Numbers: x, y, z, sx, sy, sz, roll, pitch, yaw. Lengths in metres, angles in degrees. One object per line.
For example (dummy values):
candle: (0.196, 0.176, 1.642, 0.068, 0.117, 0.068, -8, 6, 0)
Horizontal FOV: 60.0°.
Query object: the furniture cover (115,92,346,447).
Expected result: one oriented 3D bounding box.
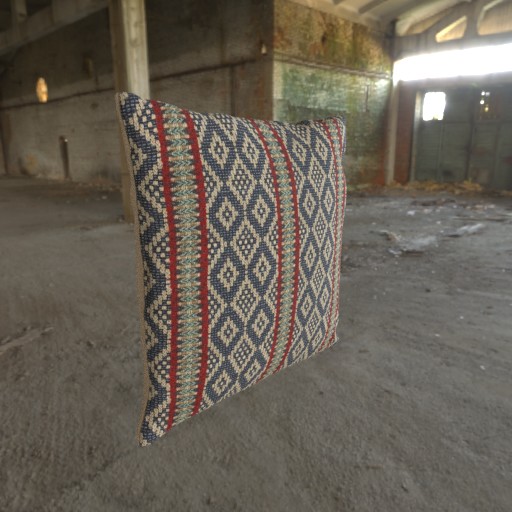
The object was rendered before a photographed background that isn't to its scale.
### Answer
furniture cover: (0.000, 0.000, 0.668, 0.139, 0.431, 0.431, 13, 18, 43)
